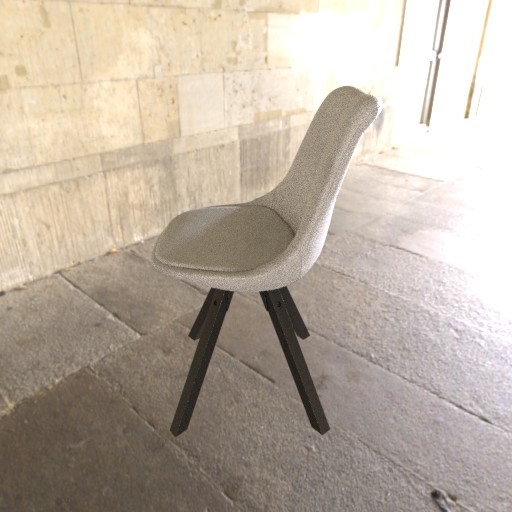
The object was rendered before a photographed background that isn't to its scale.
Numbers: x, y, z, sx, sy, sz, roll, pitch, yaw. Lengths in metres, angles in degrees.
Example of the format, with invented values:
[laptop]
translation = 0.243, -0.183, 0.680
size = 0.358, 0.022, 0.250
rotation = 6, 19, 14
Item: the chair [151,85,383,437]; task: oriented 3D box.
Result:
[chair]
translation = 0.000, 0.000, 1.210
size = 0.550, 0.850, 0.485
rotation = -1, 26, -2
